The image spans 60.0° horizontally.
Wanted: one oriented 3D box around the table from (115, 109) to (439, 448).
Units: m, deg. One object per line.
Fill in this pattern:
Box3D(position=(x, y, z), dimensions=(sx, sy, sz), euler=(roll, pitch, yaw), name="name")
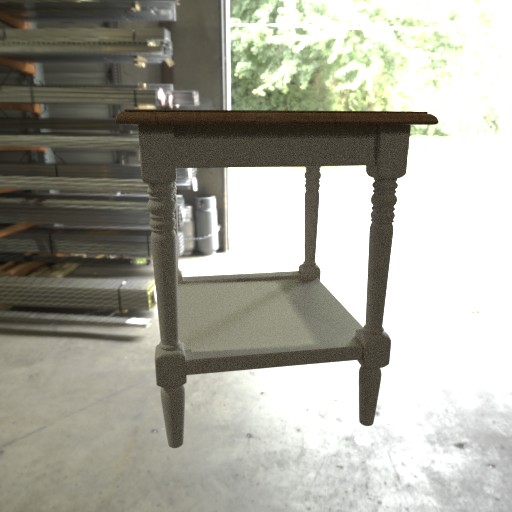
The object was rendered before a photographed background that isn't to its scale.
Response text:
Box3D(position=(0.000, 0.000, 0.927), dimensions=(0.457, 0.561, 0.508), euler=(-3, 16, -9), name="table")
